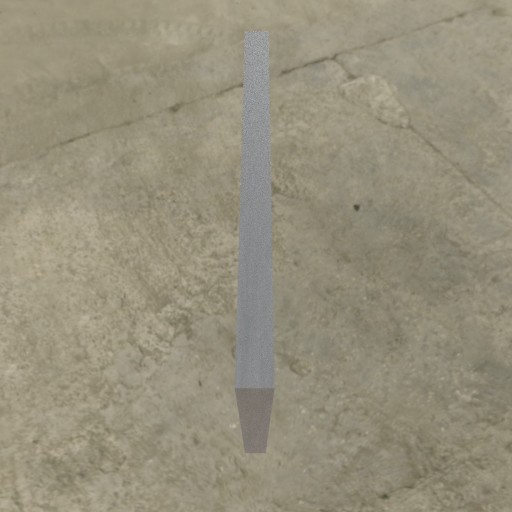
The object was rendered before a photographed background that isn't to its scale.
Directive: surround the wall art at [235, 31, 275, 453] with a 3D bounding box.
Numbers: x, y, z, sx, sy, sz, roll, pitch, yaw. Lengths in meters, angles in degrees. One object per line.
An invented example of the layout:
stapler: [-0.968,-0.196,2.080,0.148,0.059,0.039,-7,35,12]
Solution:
wall art: [0.000,0.000,0.748,0.037,0.450,0.557,0,59,0]
